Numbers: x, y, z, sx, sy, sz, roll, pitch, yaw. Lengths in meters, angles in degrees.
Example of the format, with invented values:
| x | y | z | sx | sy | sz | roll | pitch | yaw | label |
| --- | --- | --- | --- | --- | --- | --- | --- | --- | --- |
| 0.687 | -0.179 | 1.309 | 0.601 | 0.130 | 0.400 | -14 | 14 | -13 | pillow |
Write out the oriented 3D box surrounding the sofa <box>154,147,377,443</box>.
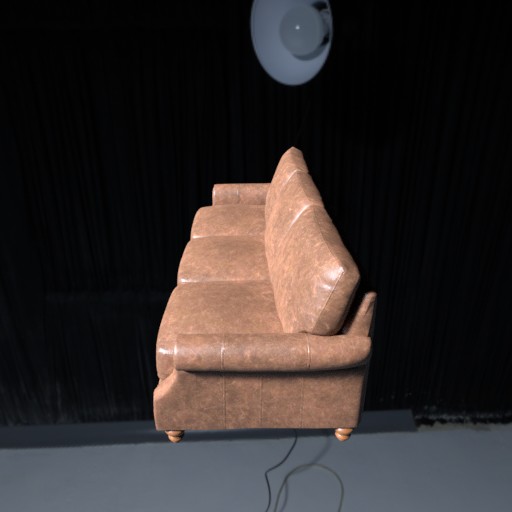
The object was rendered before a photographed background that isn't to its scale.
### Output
| x | y | z | sx | sy | sz | roll | pitch | yaw | label |
| --- | --- | --- | --- | --- | --- | --- | --- | --- | --- |
| 0.000 | 0.000 | 2.866 | 0.973 | 0.977 | 2.351 | 0 | 26 | -1 | sofa |
